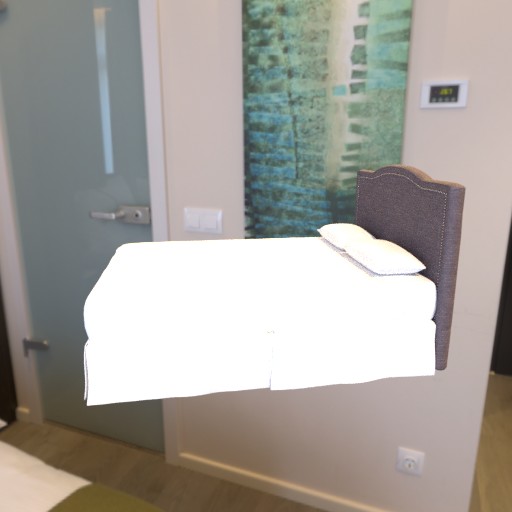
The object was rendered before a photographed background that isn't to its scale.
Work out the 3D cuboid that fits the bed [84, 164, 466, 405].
[{"bbox_3d":[0.000,0.000,3.619,2.507,1.441,1.741,-2,14,-8],"label":"bed"}]
